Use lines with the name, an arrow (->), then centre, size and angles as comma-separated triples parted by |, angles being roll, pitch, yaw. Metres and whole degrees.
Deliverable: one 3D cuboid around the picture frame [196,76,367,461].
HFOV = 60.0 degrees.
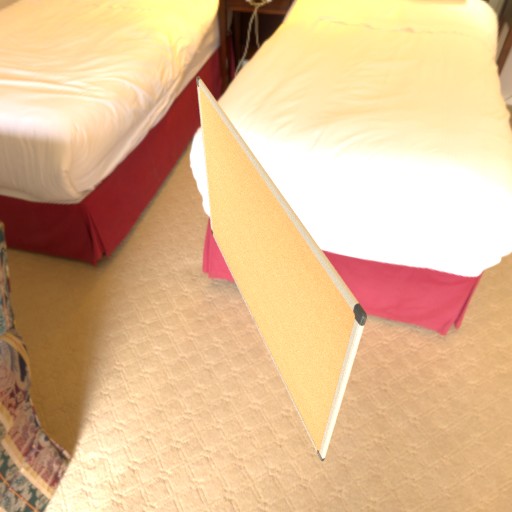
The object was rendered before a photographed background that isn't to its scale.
picture frame -> 0.000, 0.000, 1.172 | 0.010, 0.600, 0.900 | -16, 48, -15
